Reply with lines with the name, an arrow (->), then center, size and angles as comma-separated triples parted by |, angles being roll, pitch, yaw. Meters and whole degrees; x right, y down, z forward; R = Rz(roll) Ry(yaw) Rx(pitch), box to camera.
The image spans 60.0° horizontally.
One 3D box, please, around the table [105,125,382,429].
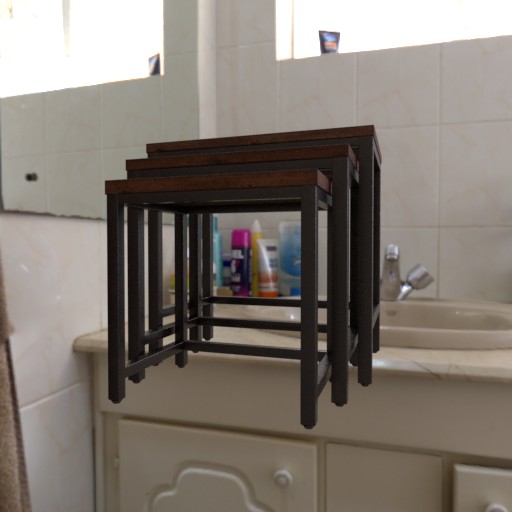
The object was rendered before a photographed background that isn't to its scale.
table -> 0.000, 0.000, 1.175 | 0.608, 0.616, 0.660 | 0, 1, 18
